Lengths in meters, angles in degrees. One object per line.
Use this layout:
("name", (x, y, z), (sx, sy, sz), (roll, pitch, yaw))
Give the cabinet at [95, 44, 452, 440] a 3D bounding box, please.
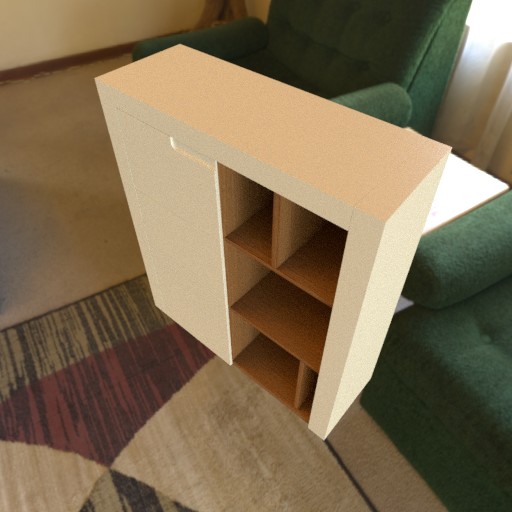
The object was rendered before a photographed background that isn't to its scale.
("cabinet", (0.000, 0.000, 1.619), (0.990, 1.150, 0.348), (32, 54, 27))
